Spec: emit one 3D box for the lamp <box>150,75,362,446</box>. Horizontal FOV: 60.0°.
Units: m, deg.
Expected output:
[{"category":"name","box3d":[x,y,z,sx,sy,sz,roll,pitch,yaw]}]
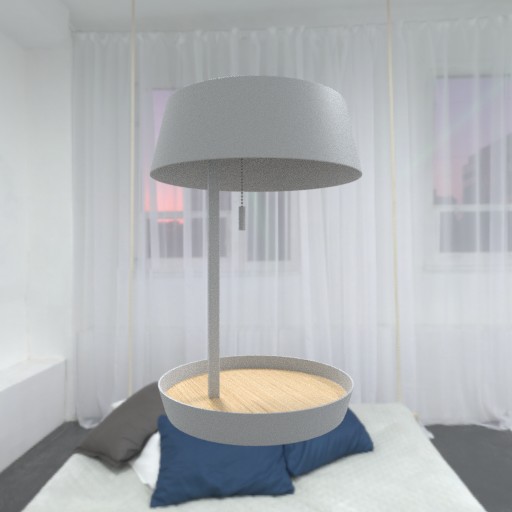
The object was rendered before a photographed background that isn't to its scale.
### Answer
[{"category":"lamp","box3d":[0.000,0.000,0.625,0.291,0.429,0.291,0,1,0]}]
